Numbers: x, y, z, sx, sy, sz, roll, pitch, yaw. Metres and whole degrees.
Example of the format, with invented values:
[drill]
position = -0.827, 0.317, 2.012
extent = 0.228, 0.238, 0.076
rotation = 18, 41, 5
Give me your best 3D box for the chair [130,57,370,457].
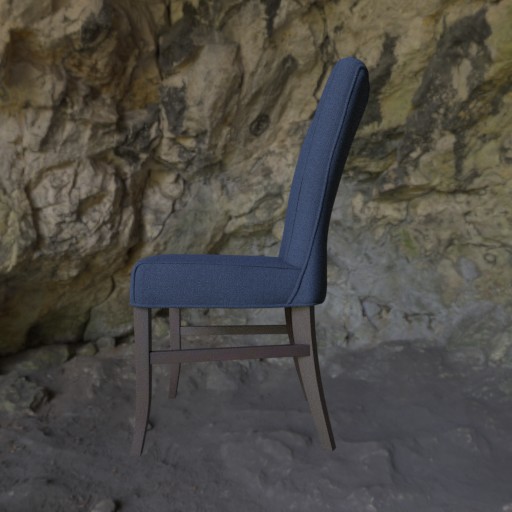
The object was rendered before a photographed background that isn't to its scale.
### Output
[chair]
position = 0.000, 0.000, 1.335
extent = 0.660, 0.991, 0.520
rotation = 0, -1, 0
